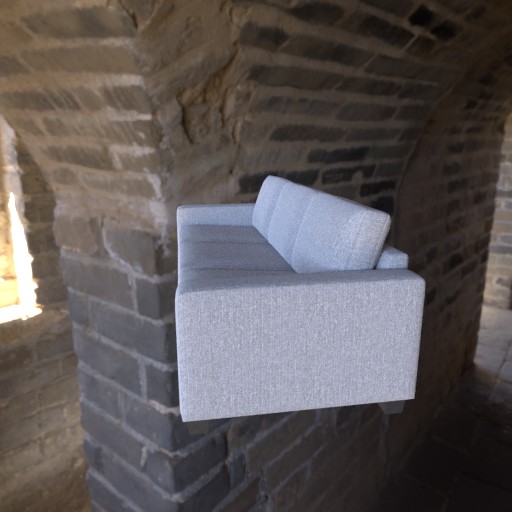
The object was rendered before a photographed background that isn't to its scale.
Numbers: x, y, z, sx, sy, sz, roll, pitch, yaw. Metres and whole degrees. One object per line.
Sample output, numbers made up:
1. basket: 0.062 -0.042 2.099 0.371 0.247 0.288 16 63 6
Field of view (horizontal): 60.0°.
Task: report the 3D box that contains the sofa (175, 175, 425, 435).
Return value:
1. sofa: 0.000 0.000 2.553 0.900 0.800 2.120 -2 14 -9
